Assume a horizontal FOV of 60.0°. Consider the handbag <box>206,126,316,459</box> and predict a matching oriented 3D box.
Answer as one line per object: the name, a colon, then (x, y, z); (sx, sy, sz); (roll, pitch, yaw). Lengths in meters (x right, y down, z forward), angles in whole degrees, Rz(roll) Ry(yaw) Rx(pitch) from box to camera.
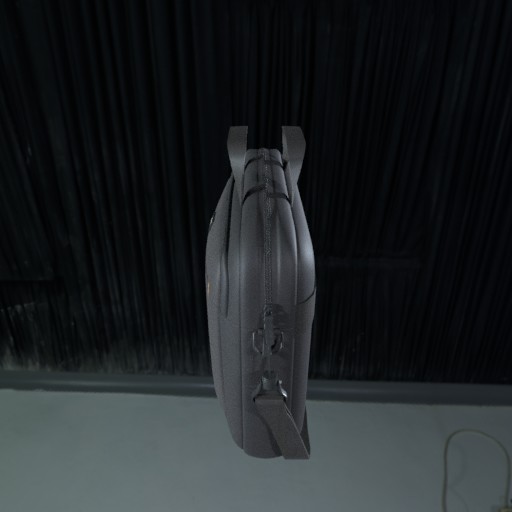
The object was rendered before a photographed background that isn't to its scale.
handbag: (0.000, 0.000, 0.587); (0.126, 0.330, 0.429); (0, 28, 0)
